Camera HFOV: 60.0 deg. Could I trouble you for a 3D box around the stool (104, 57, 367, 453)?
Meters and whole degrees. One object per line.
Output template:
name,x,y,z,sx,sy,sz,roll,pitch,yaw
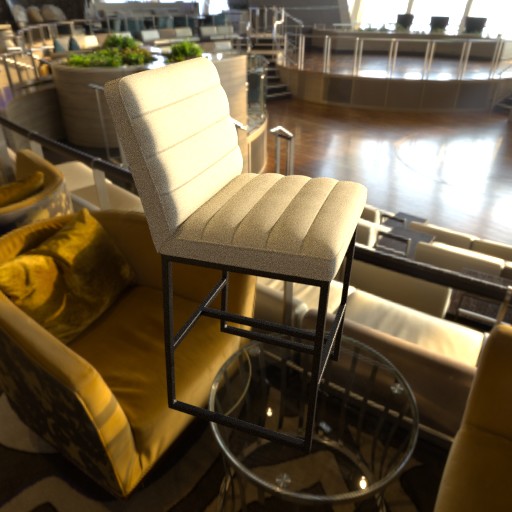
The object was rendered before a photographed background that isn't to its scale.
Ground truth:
stool,0.000,0.000,1.327,0.560,1.040,0.460,11,32,18
